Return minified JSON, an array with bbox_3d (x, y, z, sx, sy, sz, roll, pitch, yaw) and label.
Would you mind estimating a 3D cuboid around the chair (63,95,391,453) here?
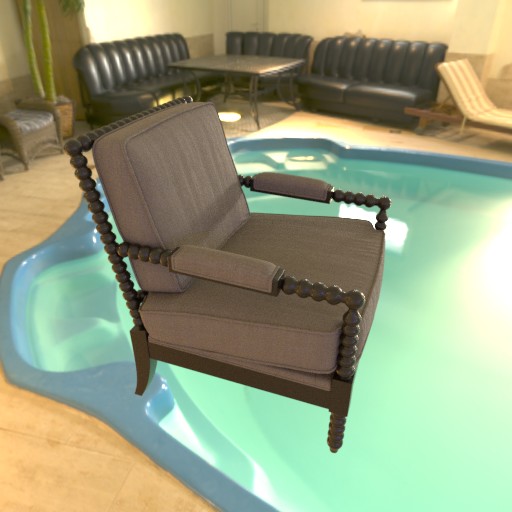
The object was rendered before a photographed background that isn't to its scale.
[{"bbox_3d":[0.000,0.000,1.116,0.622,0.661,0.540,11,32,18],"label":"chair"}]
